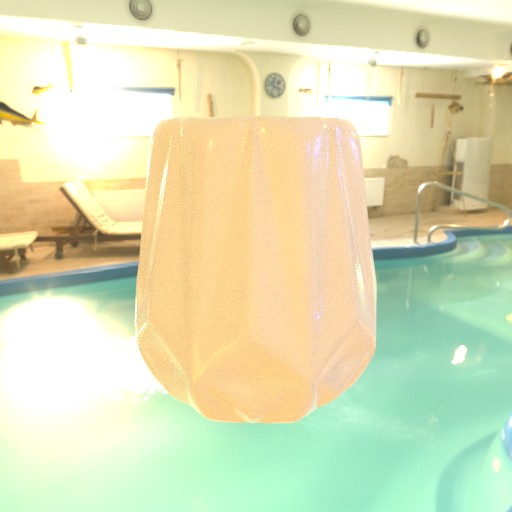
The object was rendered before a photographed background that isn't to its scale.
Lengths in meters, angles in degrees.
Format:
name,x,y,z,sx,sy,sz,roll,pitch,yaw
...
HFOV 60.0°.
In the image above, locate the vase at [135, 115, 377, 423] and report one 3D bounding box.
name,x,y,z,sx,sy,sz,roll,pitch,yaw
vase,0.000,0.000,0.256,0.141,0.152,0.141,0,16,0
